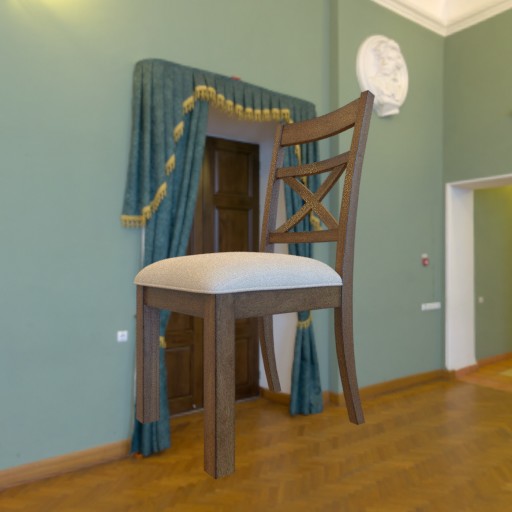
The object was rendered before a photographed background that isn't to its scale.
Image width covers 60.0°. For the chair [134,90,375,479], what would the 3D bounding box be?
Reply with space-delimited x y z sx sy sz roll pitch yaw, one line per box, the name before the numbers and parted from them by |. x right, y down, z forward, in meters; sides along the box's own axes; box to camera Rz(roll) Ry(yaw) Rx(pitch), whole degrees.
chair | 0.000 0.000 1.280 0.581 0.949 0.461 0 0 -37
